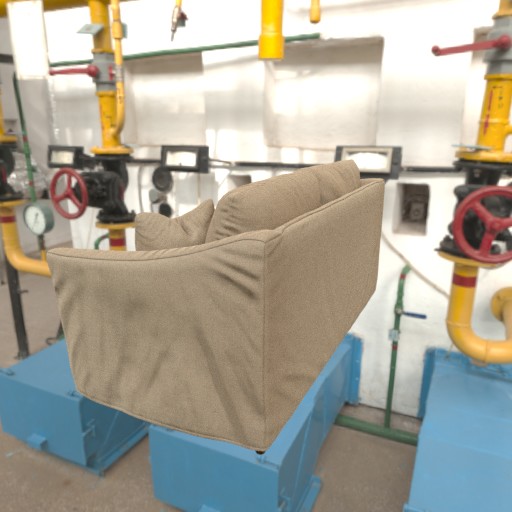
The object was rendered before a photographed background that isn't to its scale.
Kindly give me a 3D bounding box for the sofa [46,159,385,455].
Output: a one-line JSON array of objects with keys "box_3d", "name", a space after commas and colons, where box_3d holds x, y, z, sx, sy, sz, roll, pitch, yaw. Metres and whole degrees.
[{"box_3d": [0.000, 0.000, 2.561, 1.072, 1.018, 2.010, 8, 18, 25], "name": "sofa"}]
